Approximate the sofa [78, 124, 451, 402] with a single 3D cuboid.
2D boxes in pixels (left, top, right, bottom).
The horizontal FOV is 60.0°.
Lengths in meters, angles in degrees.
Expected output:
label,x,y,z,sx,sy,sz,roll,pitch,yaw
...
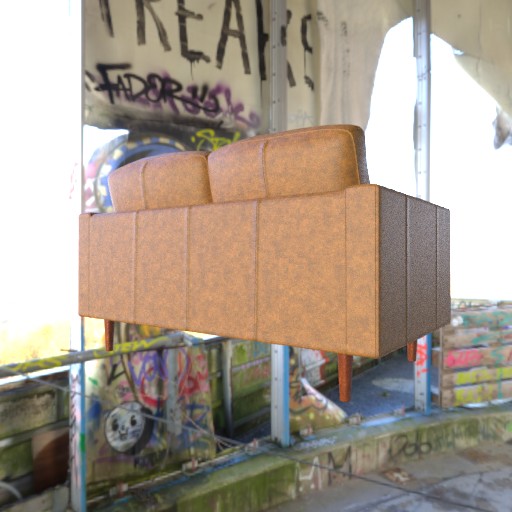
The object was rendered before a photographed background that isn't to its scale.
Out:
label,x,y,z,sx,sy,sz,roll,pitch,yaw
sofa,0.000,0.000,2.133,1.578,0.951,0.909,0,0,37
